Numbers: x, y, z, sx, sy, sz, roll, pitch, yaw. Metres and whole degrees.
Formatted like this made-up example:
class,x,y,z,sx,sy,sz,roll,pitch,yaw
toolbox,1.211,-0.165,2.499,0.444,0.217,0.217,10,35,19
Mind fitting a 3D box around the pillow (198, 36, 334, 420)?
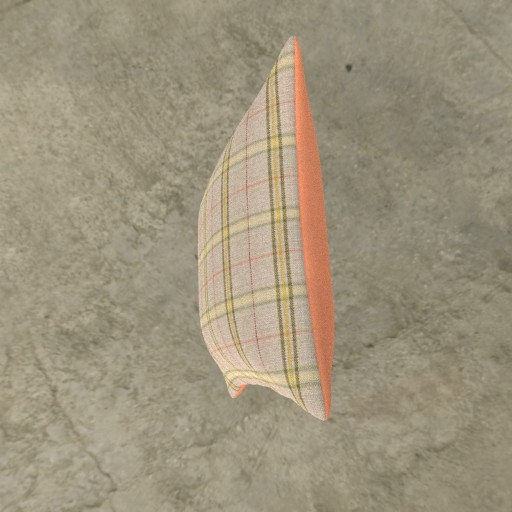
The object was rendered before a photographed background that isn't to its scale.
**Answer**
class,x,y,z,sx,sy,sz,roll,pitch,yaw
pillow,0.000,0.000,0.698,0.200,0.430,0.453,-3,75,-1
